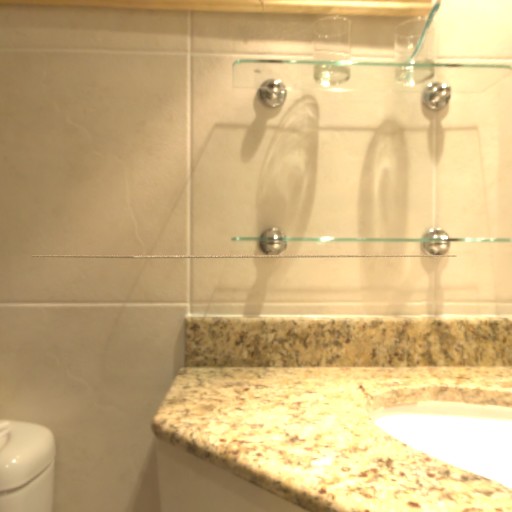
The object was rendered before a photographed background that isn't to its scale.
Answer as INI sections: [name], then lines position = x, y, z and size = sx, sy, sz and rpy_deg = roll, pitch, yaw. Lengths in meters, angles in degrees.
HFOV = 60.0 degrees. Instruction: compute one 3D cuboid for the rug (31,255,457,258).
[rug]
position = 0.000, 0.000, 1.064
size = 0.868, 0.004, 0.556
rpy_deg = 0, 0, -39
